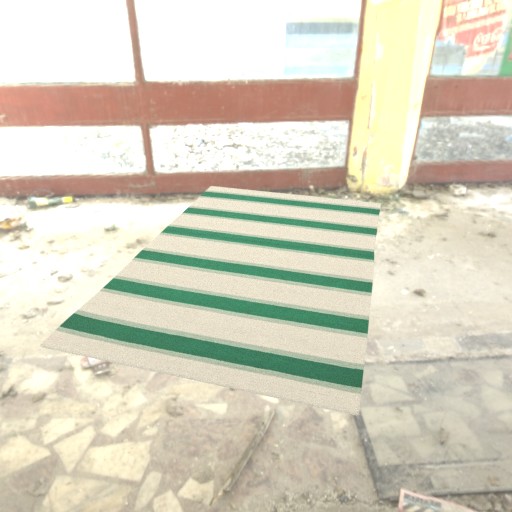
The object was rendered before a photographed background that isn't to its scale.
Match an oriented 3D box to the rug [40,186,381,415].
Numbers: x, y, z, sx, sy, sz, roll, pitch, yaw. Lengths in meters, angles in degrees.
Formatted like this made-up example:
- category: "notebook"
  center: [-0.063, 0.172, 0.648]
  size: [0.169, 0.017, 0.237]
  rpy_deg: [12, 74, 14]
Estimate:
- category: "rug"
  center: [0.000, 0.000, 2.327]
  size: [1.210, 0.012, 1.829]
  rpy_deg: [8, 30, 14]
